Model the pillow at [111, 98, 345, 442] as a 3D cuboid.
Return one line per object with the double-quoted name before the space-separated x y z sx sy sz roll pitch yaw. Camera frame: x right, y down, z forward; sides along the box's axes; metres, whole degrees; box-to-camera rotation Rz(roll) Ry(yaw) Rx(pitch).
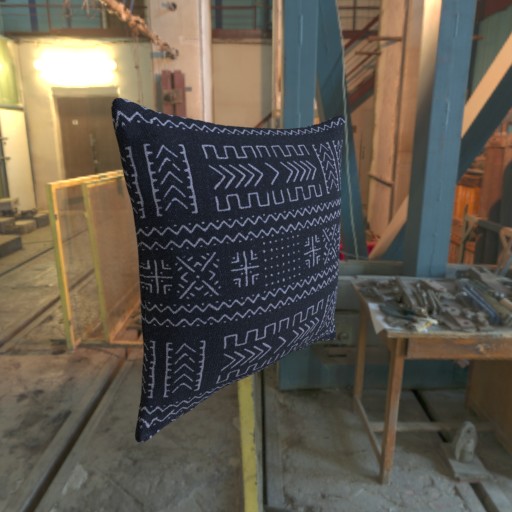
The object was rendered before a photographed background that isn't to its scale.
"pillow" 0.000 0.000 0.674 0.438 0.430 0.164 -14 21 -43
